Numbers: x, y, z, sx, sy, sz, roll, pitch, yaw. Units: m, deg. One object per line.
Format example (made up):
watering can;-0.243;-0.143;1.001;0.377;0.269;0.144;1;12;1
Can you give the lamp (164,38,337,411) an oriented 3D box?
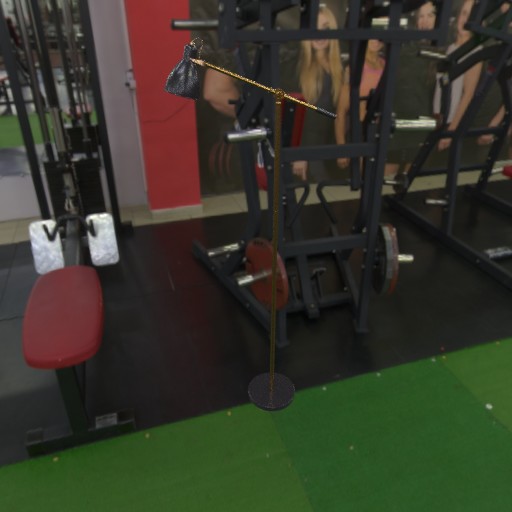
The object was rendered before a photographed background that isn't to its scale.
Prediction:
lamp;0.000;0.000;1.833;0.618;1.628;0.235;-8;31;-14
